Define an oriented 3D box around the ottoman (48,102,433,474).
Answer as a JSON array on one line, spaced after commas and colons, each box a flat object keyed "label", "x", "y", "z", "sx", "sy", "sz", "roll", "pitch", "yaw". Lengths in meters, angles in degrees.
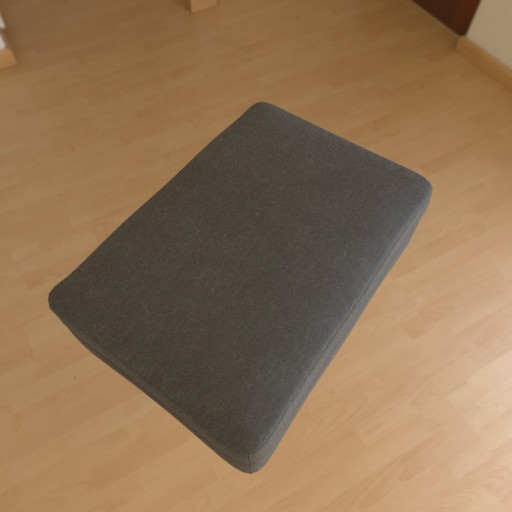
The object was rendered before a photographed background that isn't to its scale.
[{"label": "ottoman", "x": 0.000, "y": 0.000, "z": 1.622, "sx": 0.840, "sy": 0.429, "sz": 1.199, "roll": 31, "pitch": 63, "yaw": 18}]
